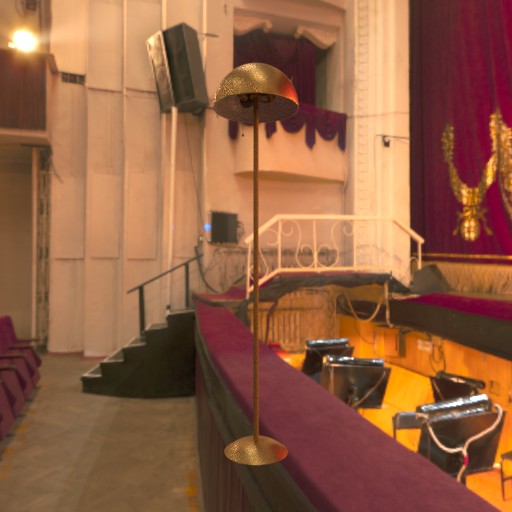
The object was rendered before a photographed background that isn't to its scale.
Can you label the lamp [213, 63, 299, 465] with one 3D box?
[{"bbox_3d":[0.000,0.000,1.698,0.328,1.480,0.328,0,-1,-18],"label":"lamp"}]
